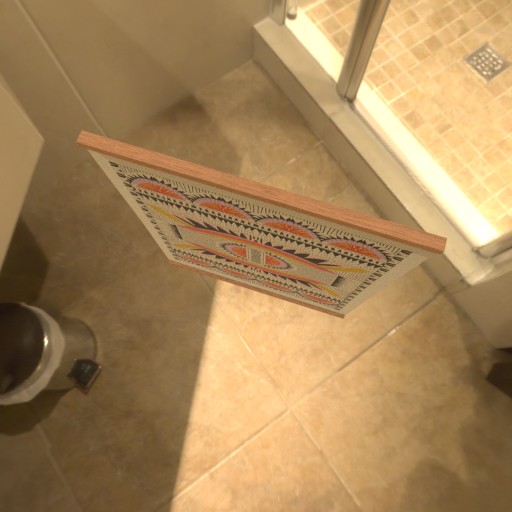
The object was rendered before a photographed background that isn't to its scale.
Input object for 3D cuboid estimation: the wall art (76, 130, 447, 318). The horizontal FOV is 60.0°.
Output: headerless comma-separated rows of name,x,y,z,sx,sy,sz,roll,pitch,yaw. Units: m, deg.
wall art,0.000,0.000,1.365,0.765,1.016,0.028,17,75,5
